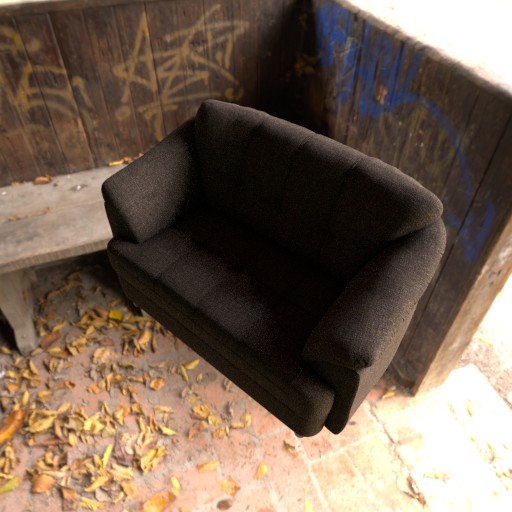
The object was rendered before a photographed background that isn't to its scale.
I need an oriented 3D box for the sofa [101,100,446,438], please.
[{"bbox_3d":[0.000,0.000,1.965,1.404,0.895,0.799,31,53,27],"label":"sofa"}]
